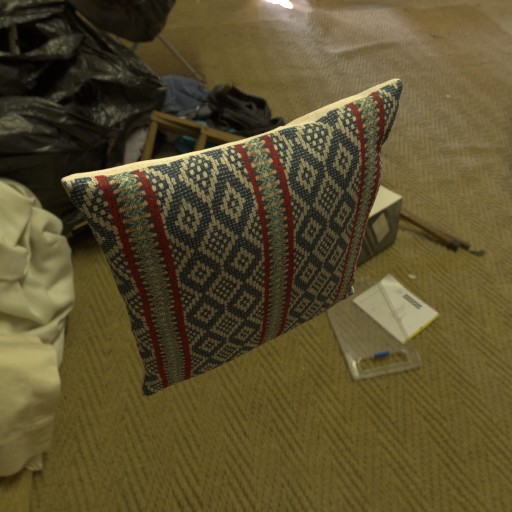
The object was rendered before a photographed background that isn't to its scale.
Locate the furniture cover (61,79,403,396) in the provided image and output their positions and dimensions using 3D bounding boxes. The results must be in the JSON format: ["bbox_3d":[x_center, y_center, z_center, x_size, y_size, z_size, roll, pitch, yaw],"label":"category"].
[{"bbox_3d":[0.000,0.000,0.645,0.431,0.431,0.139,-23,51,-21],"label":"furniture cover"}]
